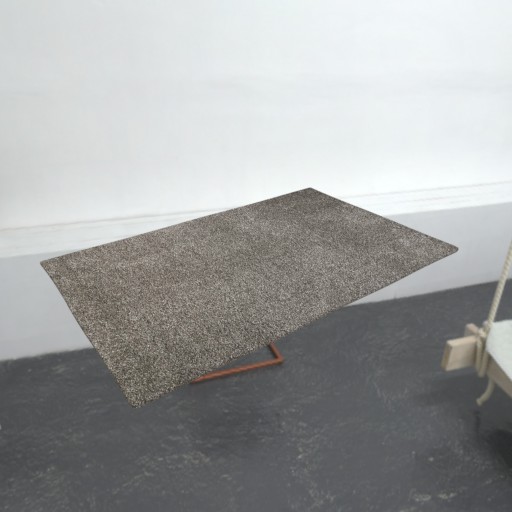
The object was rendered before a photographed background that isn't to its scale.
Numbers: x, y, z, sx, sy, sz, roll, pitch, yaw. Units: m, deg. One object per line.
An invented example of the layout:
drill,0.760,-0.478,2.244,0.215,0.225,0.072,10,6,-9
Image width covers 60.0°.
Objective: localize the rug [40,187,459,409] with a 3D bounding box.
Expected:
rug,0.000,0.000,2.936,2.352,0.025,1.501,-19,34,-31
